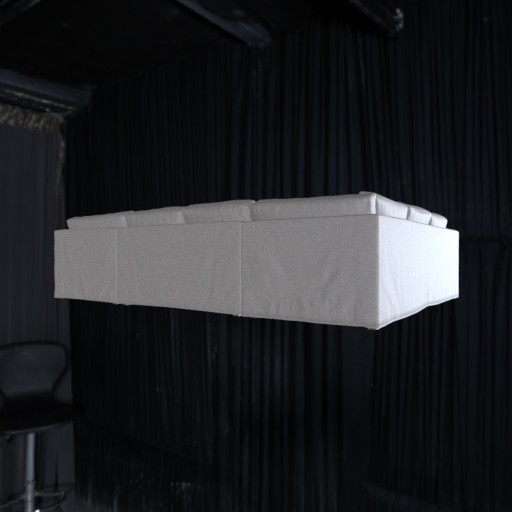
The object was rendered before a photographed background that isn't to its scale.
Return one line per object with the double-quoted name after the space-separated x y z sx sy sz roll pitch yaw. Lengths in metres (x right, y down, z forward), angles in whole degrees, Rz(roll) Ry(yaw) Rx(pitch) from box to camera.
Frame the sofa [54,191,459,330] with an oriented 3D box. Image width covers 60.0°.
0.000 0.000 4.593 3.460 0.882 2.427 0 0 35 "sofa"
